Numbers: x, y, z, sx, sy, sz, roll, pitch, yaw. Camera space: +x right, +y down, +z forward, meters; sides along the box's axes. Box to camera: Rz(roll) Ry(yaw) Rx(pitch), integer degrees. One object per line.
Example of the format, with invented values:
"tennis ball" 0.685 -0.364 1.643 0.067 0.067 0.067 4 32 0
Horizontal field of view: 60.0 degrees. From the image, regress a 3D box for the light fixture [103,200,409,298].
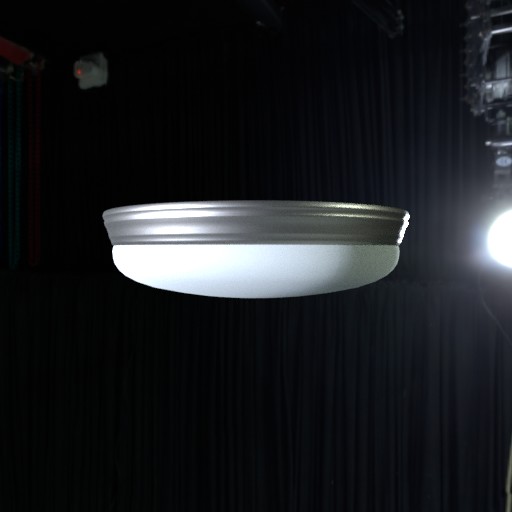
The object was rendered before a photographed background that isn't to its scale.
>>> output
"light fixture" 0.000 0.000 0.563 0.368 0.100 0.368 0 1 0
